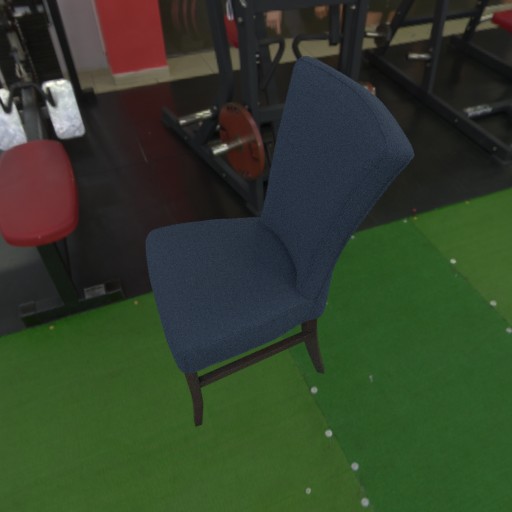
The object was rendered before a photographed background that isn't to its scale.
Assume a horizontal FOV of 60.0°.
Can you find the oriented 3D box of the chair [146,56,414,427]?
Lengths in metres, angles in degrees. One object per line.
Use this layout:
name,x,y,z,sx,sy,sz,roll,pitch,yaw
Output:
chair,0.000,0.000,1.385,0.660,0.991,0.520,-15,48,-14
